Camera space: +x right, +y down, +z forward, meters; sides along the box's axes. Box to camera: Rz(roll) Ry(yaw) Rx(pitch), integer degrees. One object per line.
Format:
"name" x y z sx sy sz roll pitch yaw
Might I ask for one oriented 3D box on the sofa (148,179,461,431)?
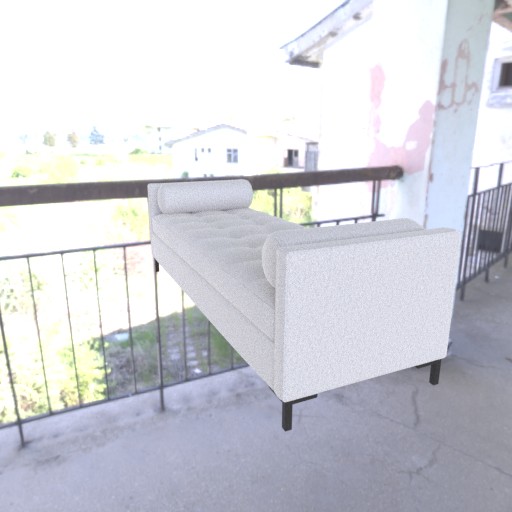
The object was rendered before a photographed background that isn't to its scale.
"sofa" 0.000 0.000 2.379 0.746 0.641 1.985 -7 17 -24
